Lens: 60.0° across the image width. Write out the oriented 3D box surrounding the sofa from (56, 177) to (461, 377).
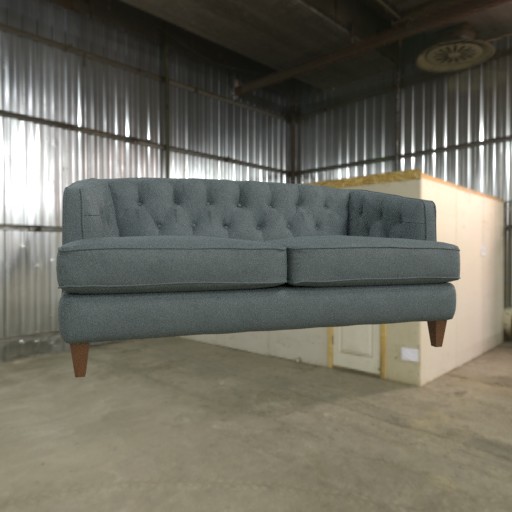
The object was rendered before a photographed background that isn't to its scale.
[{"bbox_3d":[0.000,0.000,2.197,1.733,0.855,0.941,0,1,-18],"label":"sofa"}]
